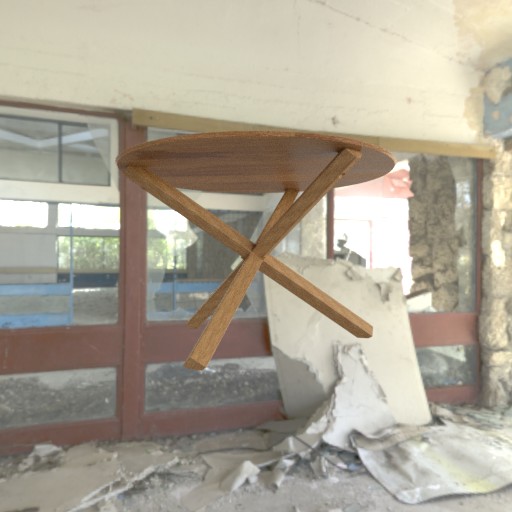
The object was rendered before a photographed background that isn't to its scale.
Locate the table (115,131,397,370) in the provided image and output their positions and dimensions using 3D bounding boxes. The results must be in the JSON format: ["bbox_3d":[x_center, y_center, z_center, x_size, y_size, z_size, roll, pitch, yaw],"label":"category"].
[{"bbox_3d":[0.000,0.000,1.710,1.038,0.666,1.038,0,-1,0],"label":"table"}]
